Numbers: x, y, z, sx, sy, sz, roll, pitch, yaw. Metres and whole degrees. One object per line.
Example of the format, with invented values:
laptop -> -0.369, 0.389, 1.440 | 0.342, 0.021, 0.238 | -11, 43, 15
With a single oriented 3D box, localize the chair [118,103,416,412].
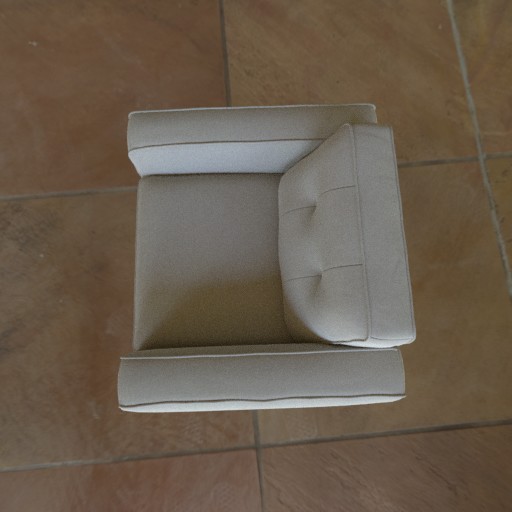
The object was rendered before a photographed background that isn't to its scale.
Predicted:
chair -> 0.000, 0.000, 1.721 | 0.953, 0.779, 1.115 | -2, 77, 0
